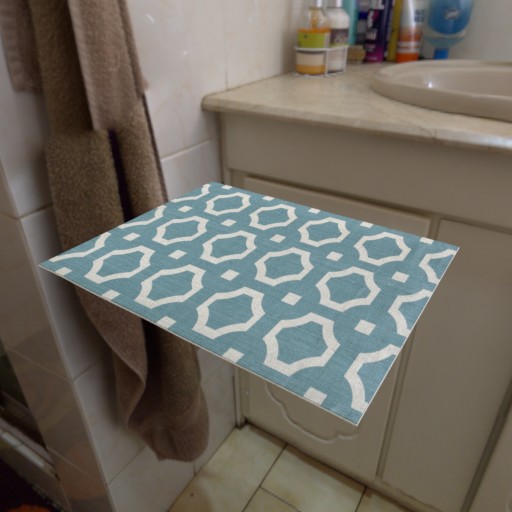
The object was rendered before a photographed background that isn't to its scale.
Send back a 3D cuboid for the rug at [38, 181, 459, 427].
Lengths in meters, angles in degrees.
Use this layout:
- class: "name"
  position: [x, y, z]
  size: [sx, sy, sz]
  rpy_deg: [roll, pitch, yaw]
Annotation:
- class: "rug"
  position: [0.000, 0.000, 4.111]
  size: [3.049, 0.021, 2.466]
  rpy_deg: [19, 36, 29]
